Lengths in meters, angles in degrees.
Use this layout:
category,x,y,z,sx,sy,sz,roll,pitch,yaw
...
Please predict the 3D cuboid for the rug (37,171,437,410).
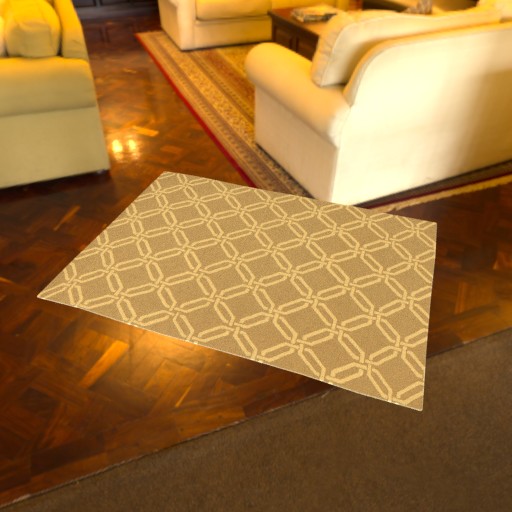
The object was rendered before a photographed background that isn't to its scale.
category,x,y,z,sx,sy,sz,roll,pitch,yaw
rug,0.000,0.000,2.802,2.135,0.013,1.524,13,42,15
